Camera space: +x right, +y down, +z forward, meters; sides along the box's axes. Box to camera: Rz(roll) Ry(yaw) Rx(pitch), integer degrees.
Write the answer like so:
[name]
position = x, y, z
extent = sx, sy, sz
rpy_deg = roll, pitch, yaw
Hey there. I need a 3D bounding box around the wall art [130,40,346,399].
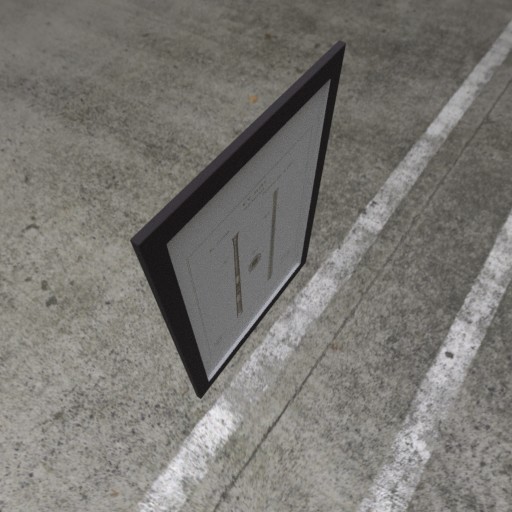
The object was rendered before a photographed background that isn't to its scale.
[wall art]
position = 0.000, 0.000, 0.699
extent = 0.012, 0.529, 0.374
rpy_deg = 31, 63, 18
